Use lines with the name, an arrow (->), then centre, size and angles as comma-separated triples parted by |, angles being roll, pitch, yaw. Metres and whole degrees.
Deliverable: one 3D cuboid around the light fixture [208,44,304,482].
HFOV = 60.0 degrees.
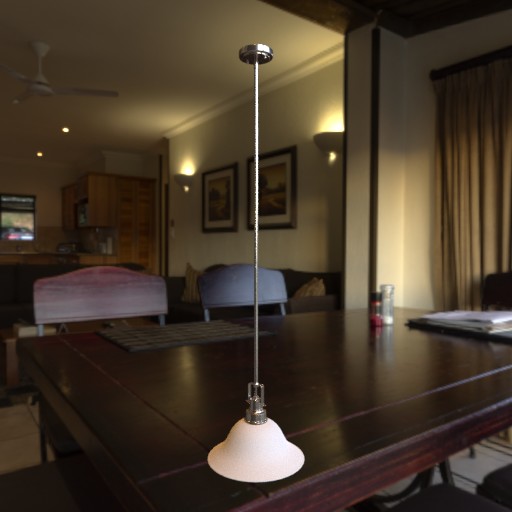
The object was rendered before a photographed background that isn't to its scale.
light fixture -> 0.000, 0.000, 1.481 | 0.324, 1.354, 0.324 | 1, 1, 35
